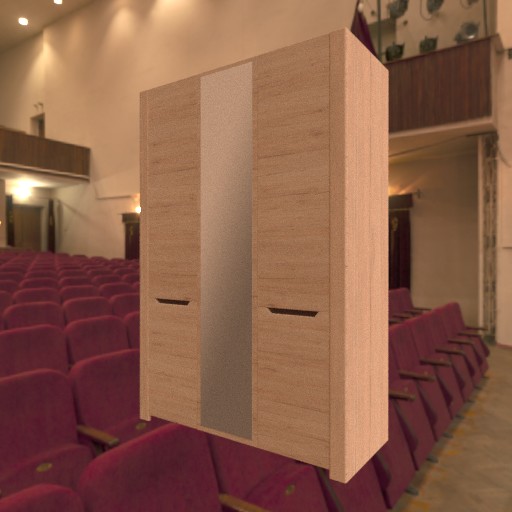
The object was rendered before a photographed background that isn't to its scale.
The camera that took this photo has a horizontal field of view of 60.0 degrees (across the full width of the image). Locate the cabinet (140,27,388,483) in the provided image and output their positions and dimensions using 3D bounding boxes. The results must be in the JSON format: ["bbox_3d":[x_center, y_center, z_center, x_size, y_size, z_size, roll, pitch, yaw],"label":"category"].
[{"bbox_3d":[0.000,0.000,2.641,1.400,2.070,0.580,0,0,35],"label":"cabinet"}]
